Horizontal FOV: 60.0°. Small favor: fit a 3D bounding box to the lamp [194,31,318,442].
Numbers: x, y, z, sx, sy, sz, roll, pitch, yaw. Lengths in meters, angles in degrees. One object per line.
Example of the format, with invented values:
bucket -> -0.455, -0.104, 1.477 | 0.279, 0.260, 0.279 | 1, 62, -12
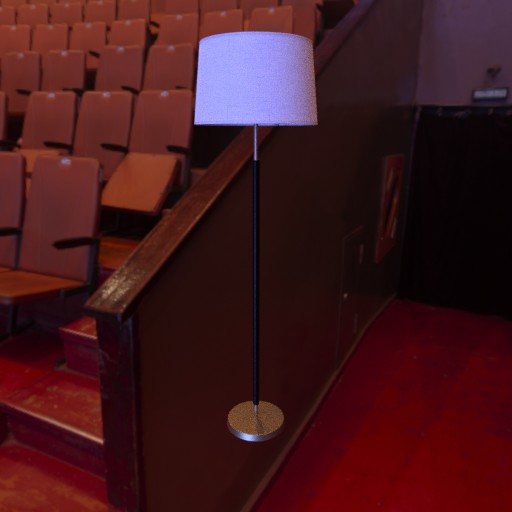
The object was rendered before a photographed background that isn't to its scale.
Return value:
lamp -> 0.000, 0.000, 1.651 | 0.420, 1.447, 0.420 | 0, 16, 0
